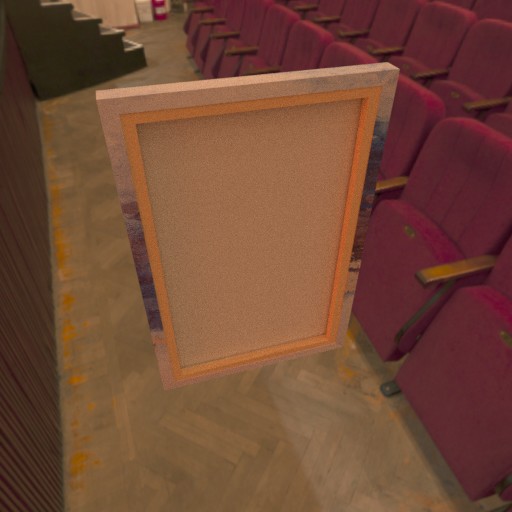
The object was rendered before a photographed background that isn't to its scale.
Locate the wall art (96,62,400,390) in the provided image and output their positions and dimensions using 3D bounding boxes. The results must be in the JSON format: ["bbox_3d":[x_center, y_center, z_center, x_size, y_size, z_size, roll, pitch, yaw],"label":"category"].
[{"bbox_3d":[0.000,0.000,1.119,0.583,0.874,0.048,-11,41,-12],"label":"wall art"}]
